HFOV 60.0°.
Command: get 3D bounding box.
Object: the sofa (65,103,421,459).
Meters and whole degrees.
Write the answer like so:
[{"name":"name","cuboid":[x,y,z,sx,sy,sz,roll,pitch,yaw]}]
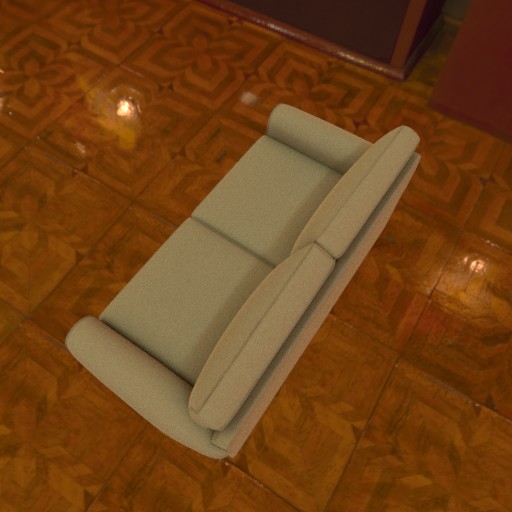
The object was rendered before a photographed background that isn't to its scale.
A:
[{"name":"sofa","cuboid":[0.000,0.000,2.387,0.940,0.952,1.930,31,67,15]}]
